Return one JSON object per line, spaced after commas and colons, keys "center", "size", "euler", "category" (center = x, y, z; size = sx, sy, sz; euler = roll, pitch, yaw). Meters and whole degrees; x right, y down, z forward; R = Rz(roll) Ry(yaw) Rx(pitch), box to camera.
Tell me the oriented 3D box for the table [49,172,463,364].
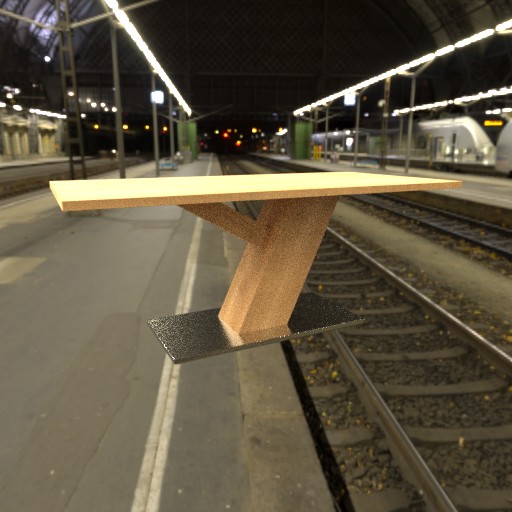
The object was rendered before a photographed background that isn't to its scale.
{"center": [0.000, 0.000, 2.250], "size": [1.800, 0.750, 0.900], "euler": [-7, 15, -26], "category": "table"}
